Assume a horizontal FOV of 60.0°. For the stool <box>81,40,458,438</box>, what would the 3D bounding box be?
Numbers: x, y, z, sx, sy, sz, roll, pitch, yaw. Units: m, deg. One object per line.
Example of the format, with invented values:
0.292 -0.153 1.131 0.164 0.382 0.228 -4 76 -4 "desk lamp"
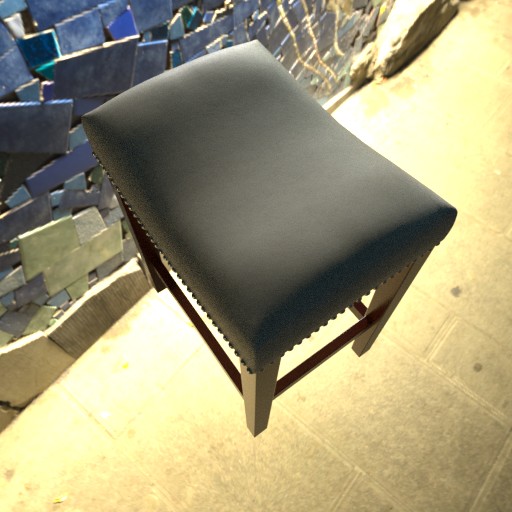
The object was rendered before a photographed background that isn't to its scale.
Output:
0.000 0.000 0.926 0.375 0.632 0.509 -32 64 -17 "stool"
